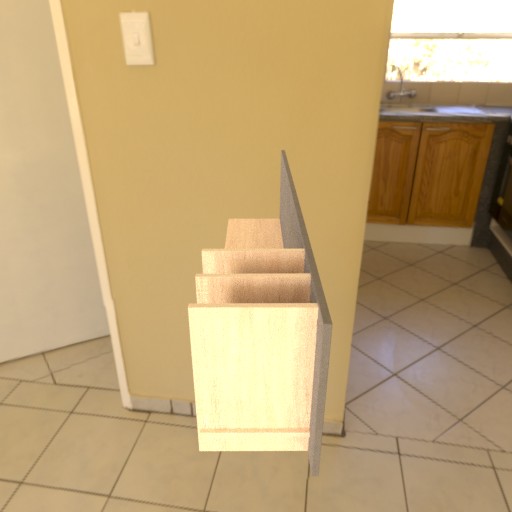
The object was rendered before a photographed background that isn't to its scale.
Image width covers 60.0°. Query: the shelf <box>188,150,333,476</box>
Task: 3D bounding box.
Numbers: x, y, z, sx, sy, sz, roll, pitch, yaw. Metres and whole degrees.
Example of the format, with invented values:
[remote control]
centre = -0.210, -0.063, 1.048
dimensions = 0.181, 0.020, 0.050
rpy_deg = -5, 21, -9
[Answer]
[shelf]
centre = 0.000, 0.000, 1.114
dimensions = 0.200, 0.300, 1.020
rpy_deg = 0, 26, 0
